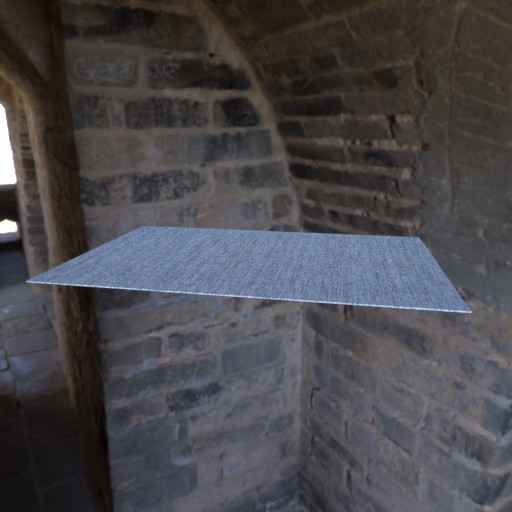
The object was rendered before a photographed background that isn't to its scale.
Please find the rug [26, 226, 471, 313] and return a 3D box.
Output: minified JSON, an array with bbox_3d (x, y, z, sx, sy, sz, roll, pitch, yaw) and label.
[{"bbox_3d":[0.000,0.000,2.248,1.752,0.006,1.142,3,16,10],"label":"rug"}]
